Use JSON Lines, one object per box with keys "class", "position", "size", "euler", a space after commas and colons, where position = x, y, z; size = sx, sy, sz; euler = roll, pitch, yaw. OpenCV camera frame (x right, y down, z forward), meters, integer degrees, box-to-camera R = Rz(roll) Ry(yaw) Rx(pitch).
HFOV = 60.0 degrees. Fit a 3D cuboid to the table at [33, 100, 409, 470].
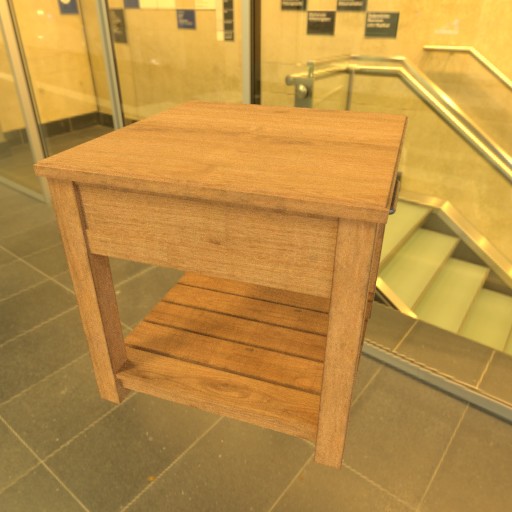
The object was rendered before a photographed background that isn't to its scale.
{"class": "table", "position": [0.000, 0.000, 1.085], "size": [0.612, 0.593, 0.616], "euler": [10, 31, 16]}
